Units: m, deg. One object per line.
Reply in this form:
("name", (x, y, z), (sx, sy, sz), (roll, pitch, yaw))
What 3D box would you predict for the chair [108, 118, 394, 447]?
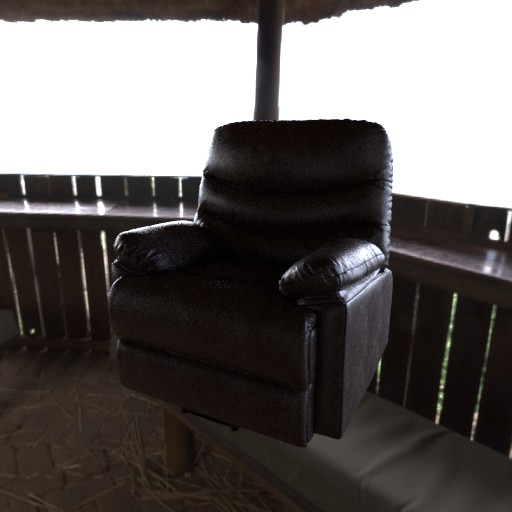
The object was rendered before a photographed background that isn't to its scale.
("chair", (0.000, 0.000, 1.730), (0.940, 1.041, 0.879), (8, 17, 27))
